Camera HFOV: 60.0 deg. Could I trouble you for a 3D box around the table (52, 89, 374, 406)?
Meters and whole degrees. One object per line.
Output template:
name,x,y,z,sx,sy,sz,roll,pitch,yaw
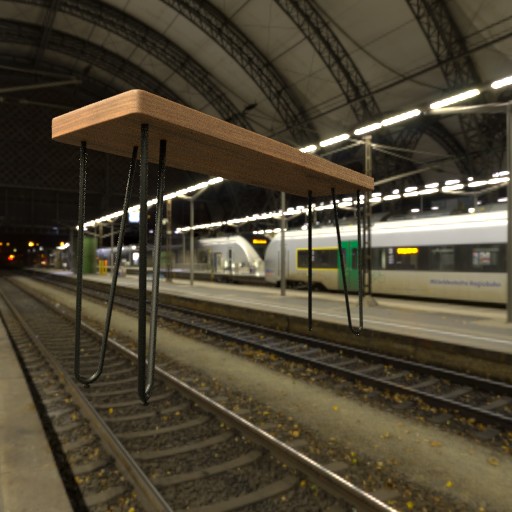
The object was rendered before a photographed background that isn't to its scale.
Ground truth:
table,0.000,0.000,1.866,0.425,0.834,1.570,0,-1,37
